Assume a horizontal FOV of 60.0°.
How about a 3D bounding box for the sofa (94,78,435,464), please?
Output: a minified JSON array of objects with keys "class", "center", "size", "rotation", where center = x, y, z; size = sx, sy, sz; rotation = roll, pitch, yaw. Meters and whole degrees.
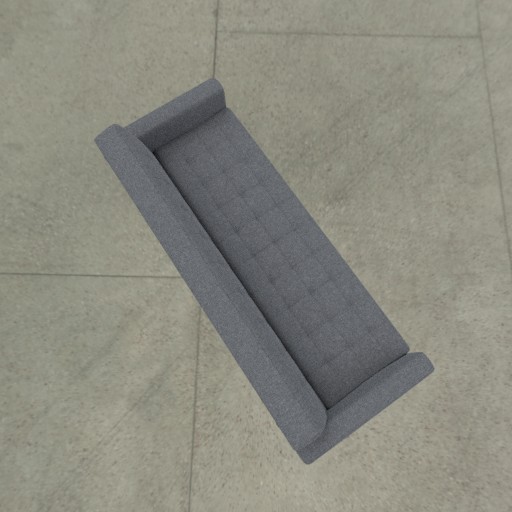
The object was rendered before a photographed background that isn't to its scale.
[{"class":"sofa","center":[0.000,0.000,2.491],"size":[0.810,0.850,2.040],"rotation":[-33,77,-8]}]
